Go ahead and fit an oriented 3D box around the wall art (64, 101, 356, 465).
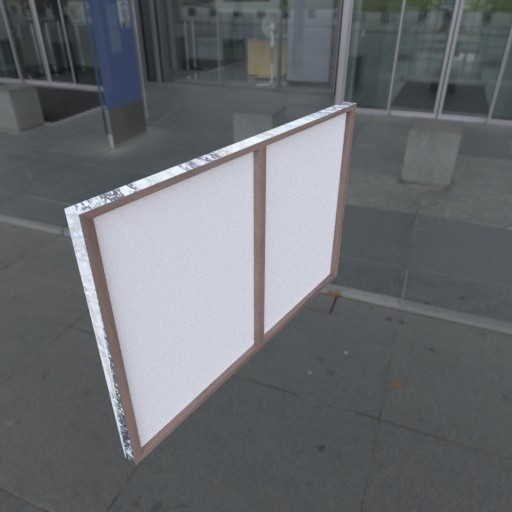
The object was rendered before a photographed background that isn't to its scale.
[{"bbox_3d":[0.000,0.000,1.127,0.038,0.598,0.919,21,37,31],"label":"wall art"}]
